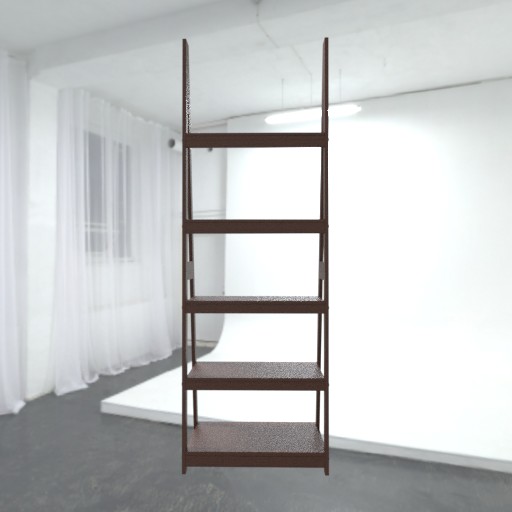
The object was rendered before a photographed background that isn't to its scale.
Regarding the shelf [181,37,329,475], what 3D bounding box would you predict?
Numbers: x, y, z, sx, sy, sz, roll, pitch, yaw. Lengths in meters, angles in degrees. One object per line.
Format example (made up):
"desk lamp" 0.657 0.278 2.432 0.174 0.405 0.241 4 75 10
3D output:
"shelf" 0.000 0.000 1.970 0.600 1.770 0.350 0 0 1
